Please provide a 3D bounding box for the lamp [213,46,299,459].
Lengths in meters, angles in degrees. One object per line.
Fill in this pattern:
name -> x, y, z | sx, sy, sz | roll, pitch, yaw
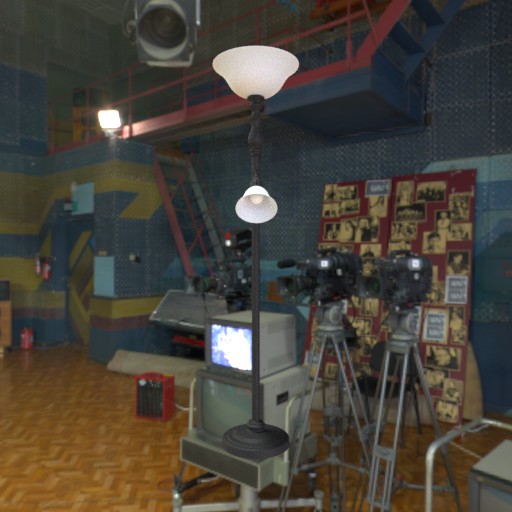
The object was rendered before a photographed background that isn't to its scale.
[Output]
lamp -> 0.000, 0.000, 2.003 | 0.405, 1.793, 0.588 | 0, 0, -1
